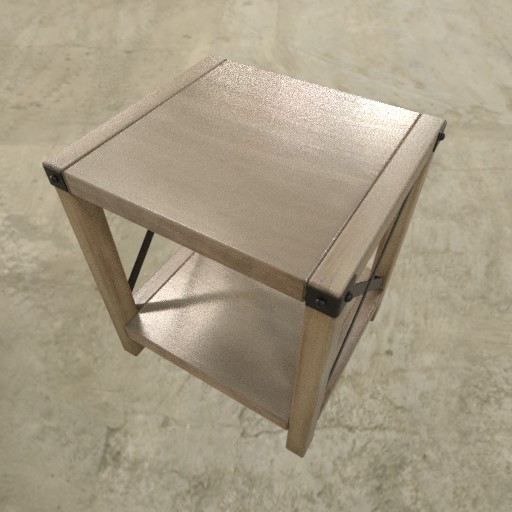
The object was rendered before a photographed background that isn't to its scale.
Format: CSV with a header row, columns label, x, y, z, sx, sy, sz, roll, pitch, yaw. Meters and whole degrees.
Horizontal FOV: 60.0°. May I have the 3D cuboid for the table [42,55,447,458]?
label,x,y,z,sx,sy,sz,roll,pitch,yaw
table,0.000,0.000,0.921,0.510,0.561,0.459,24,52,20
